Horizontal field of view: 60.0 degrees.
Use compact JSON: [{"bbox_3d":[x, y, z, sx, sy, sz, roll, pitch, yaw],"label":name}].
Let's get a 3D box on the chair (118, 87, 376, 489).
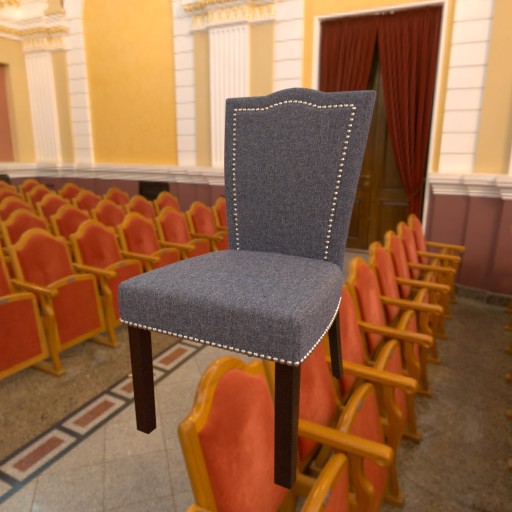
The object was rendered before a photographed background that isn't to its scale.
[{"bbox_3d":[0.000,0.000,1.252,0.518,0.946,0.589,8,16,27],"label":"chair"}]
